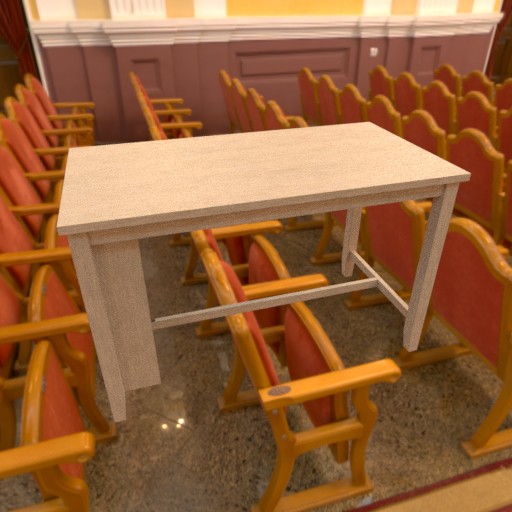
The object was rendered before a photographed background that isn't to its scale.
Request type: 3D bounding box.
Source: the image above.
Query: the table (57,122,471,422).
[{"bbox_3d":[0.000,0.000,1.946,1.397,0.874,0.729,-9,33,-15],"label":"table"}]
